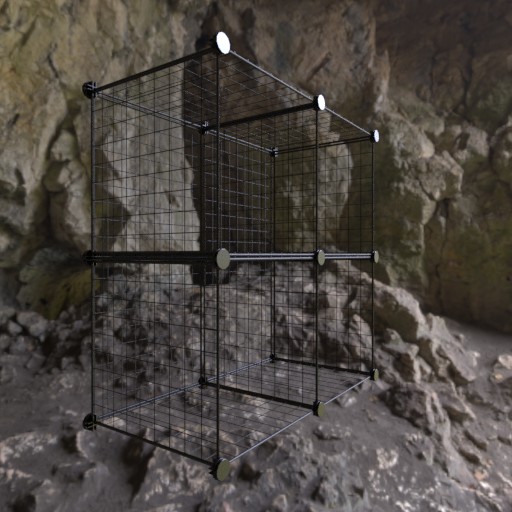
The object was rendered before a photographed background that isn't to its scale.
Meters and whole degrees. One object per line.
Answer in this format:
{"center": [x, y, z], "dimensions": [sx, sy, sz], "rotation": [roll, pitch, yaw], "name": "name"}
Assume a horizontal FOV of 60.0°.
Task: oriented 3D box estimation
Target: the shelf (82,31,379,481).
{"center": [0.000, 0.000, 1.082], "dimensions": [0.356, 0.711, 0.711], "rotation": [0, 0, 35], "name": "shelf"}
